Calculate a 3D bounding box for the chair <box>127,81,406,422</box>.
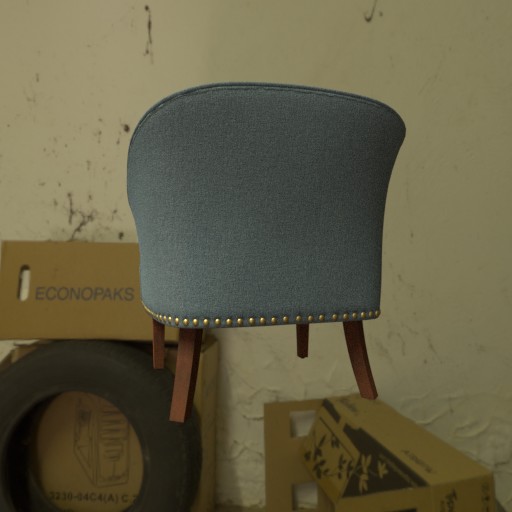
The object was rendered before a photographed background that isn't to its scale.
[{"bbox_3d":[0.000,0.000,1.376,0.772,0.815,0.704,0,0,-18],"label":"chair"}]
